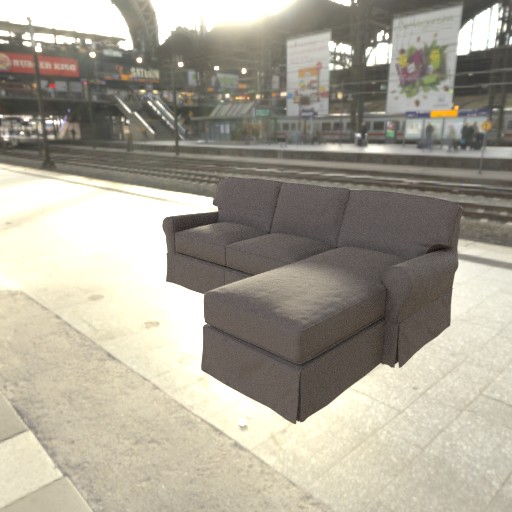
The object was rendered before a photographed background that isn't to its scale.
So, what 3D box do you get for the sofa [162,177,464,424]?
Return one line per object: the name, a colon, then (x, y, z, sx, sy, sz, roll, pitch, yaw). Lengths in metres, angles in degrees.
sofa: (0.000, 0.000, 3.391, 2.475, 0.978, 1.733, 15, 21, 42)
